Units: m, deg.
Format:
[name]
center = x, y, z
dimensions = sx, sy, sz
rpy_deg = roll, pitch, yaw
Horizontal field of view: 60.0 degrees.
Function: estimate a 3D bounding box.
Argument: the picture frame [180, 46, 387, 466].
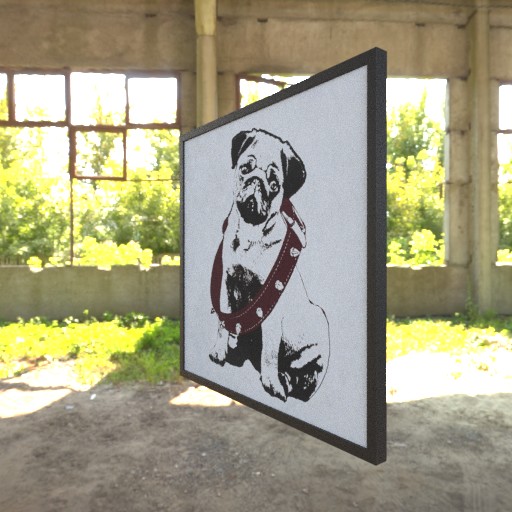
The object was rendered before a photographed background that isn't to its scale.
[picture frame]
center = 0.000, 0.000, 1.136
dimensions = 0.032, 0.775, 0.775
rpy_deg = 0, 0, -37
